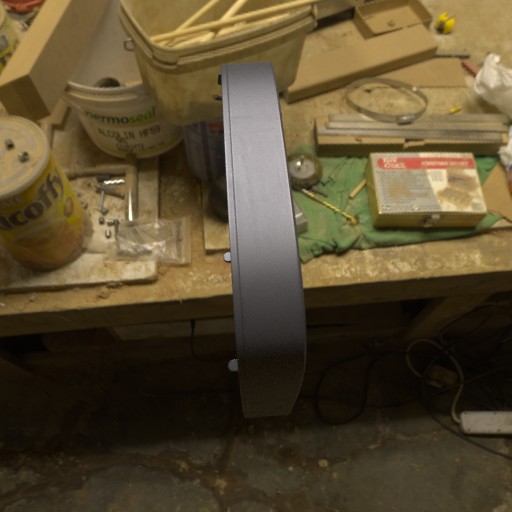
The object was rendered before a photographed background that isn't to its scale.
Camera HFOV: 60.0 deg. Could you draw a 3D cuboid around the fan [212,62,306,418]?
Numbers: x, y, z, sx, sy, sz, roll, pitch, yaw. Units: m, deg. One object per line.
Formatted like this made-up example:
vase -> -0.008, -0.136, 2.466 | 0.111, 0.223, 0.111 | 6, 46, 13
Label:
fan -> 0.000, 0.000, 0.802 | 0.142, 0.533, 0.526 | -4, 63, -2
